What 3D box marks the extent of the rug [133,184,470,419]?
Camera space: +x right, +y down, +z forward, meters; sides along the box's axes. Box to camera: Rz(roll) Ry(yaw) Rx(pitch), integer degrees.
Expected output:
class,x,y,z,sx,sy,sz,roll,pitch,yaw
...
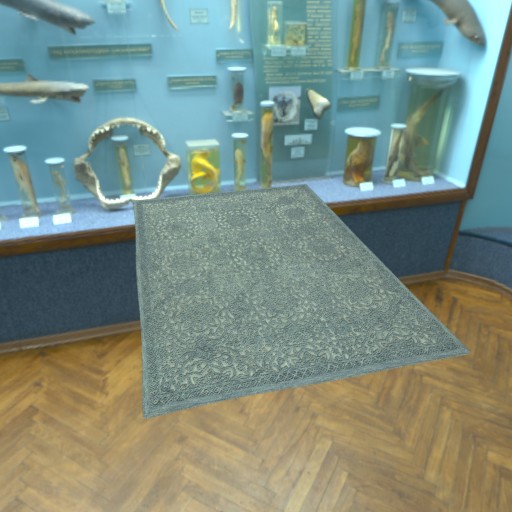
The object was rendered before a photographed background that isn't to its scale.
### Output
class,x,y,z,sx,sy,sz,roll,pitch,yaw
rug,0.000,0.000,2.319,1.224,0.016,1.830,-7,31,-13
